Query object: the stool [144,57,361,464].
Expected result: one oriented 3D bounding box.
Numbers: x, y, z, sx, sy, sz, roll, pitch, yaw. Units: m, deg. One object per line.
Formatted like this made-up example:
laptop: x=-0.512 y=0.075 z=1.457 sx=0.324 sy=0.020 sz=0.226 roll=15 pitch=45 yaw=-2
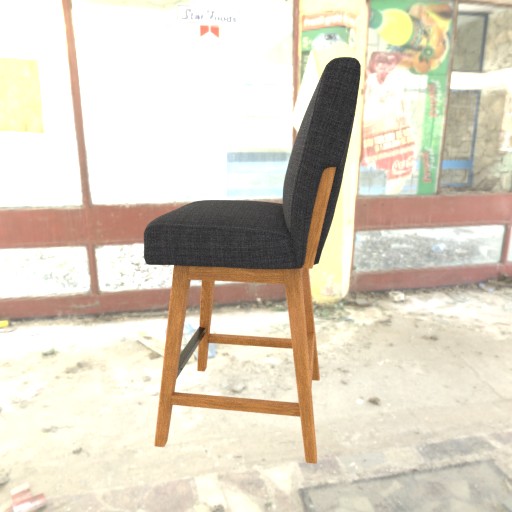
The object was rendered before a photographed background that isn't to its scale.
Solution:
stool: x=0.000 y=0.000 z=1.300 sx=0.526 sy=1.010 sz=0.459 roll=2 pitch=15 yaw=9
